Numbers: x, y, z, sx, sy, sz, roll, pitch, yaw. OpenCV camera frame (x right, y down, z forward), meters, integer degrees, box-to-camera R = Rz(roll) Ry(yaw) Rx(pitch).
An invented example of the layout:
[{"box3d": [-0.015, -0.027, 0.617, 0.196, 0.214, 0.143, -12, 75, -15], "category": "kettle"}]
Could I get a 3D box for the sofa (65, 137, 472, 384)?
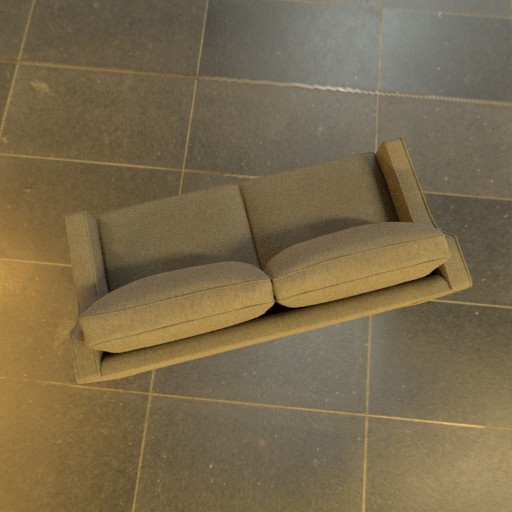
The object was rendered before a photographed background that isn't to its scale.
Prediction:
[{"box3d": [0.000, 0.000, 2.819, 2.181, 1.074, 1.073, -14, 77, -3], "category": "sofa"}]
